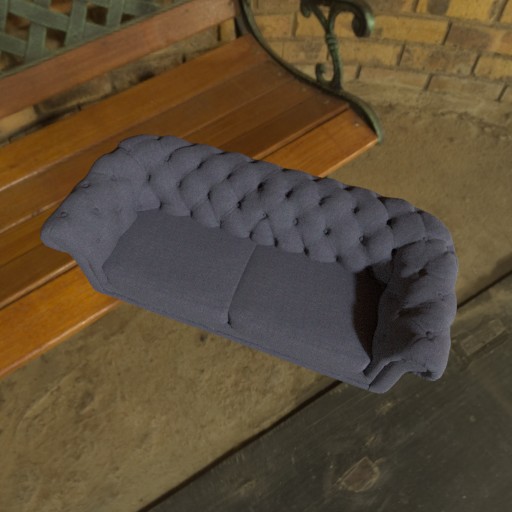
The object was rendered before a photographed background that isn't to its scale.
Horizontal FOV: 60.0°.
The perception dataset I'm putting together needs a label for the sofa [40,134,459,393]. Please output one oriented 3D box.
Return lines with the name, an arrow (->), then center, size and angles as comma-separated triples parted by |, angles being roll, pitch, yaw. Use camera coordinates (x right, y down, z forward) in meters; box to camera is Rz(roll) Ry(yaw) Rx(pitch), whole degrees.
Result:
sofa -> 0.000, 0.000, 2.853 | 2.335, 0.836, 1.046 | 18, 59, 11
